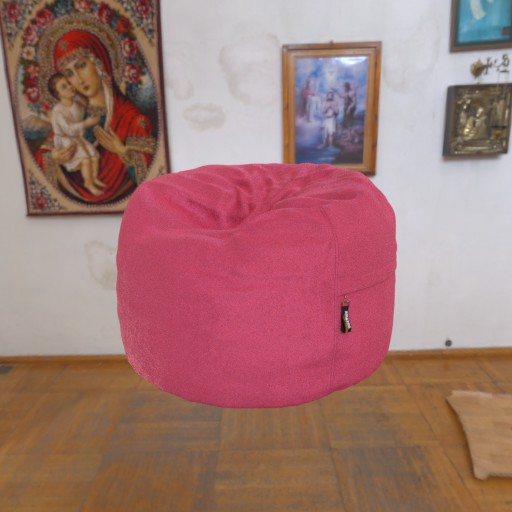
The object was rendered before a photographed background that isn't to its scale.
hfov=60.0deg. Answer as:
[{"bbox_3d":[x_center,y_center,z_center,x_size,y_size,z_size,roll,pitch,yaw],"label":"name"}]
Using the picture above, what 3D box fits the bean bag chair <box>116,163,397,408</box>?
[{"bbox_3d":[0.000,0.000,1.979,1.218,0.788,1.218,0,15,0],"label":"bean bag chair"}]
